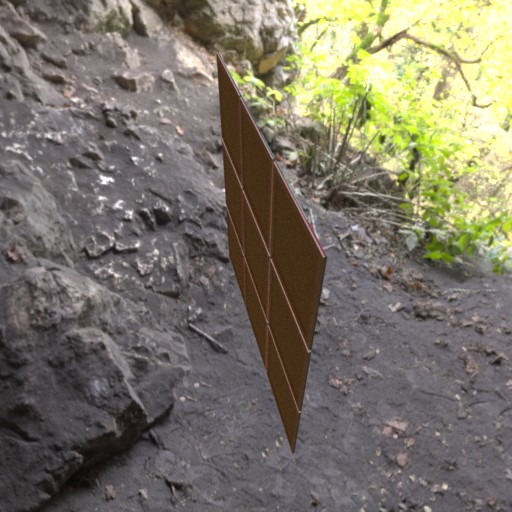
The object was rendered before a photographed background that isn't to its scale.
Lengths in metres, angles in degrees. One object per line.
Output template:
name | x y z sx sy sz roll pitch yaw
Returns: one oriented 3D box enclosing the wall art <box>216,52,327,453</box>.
wall art | 0.000 0.000 2.331 0.013 1.519 1.521 -11 47 -10
